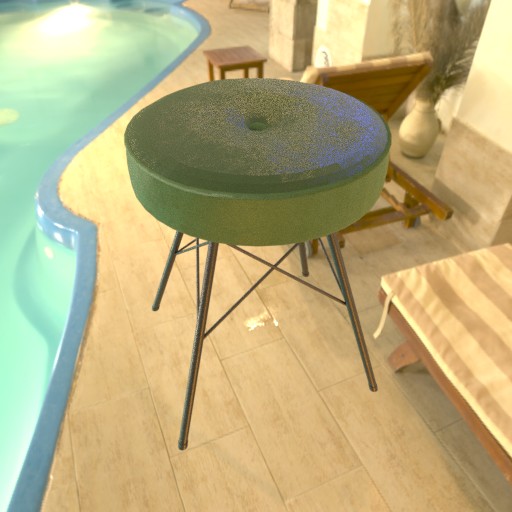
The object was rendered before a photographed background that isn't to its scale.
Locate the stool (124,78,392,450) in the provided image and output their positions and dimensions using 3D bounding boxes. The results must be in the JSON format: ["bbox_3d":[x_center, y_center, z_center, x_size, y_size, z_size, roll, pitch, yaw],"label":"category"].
[{"bbox_3d":[0.000,0.000,0.901,0.457,0.595,0.430,-12,42,-13],"label":"stool"}]
